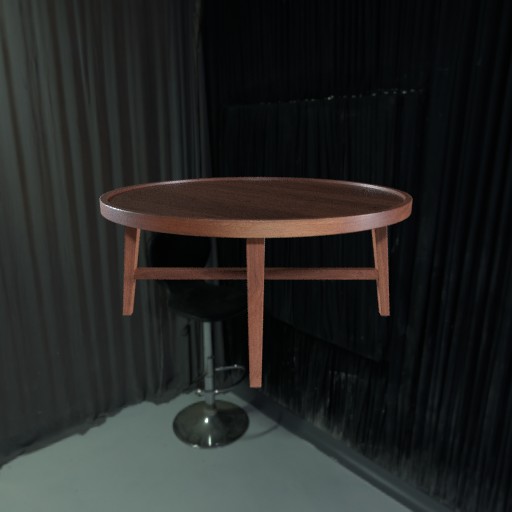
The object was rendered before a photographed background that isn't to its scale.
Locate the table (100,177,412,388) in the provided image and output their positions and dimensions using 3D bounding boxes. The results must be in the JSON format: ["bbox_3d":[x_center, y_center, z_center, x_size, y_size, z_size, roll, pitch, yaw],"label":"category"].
[{"bbox_3d":[0.000,0.000,1.246,0.800,0.360,0.800,0,16,0],"label":"table"}]
